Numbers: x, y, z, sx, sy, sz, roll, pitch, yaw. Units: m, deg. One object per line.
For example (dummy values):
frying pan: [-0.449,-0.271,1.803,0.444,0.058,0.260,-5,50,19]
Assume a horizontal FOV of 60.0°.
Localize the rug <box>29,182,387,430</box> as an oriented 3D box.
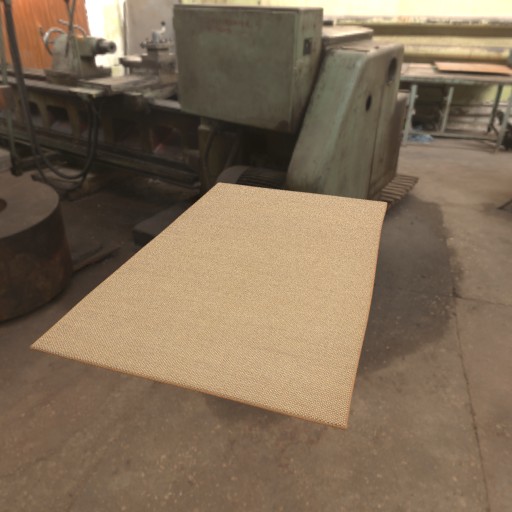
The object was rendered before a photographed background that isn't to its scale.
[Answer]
rug: [0.000,0.000,2.042,1.078,0.013,1.678,9,31,16]
